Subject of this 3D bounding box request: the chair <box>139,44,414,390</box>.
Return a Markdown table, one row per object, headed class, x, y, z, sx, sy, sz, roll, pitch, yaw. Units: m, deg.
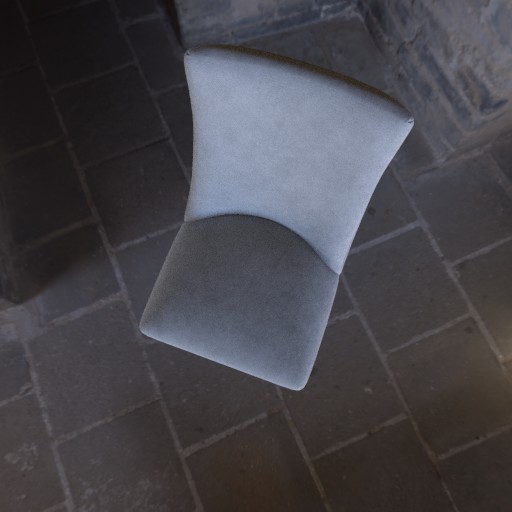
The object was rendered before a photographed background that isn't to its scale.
| class | x | y | z | sx | sy | sz | roll | pitch | yaw |
| --- | --- | --- | --- | --- | --- | --- | --- | --- | --- |
| chair | 0.000 | 0.000 | 1.233 | 0.495 | 0.902 | 0.610 | 19 | 76 | 5 |
